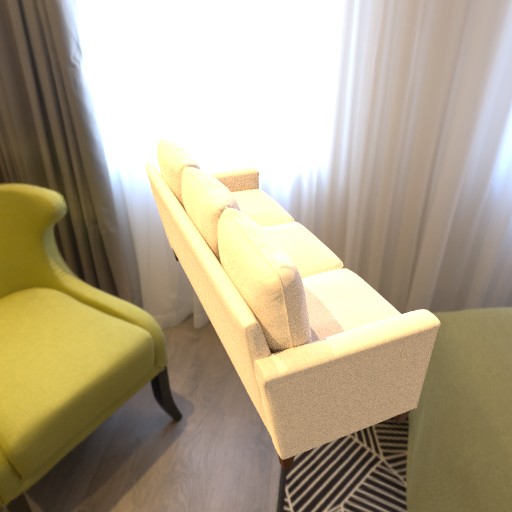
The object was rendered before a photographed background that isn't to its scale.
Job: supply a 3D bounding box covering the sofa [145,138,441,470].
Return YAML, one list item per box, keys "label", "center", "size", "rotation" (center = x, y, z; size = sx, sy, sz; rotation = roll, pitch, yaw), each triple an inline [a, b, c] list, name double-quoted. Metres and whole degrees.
- label: "sofa"
  center: [0.000, 0.000, 2.442]
  size: [0.828, 0.961, 1.925]
  rotation: [-12, 33, -19]
